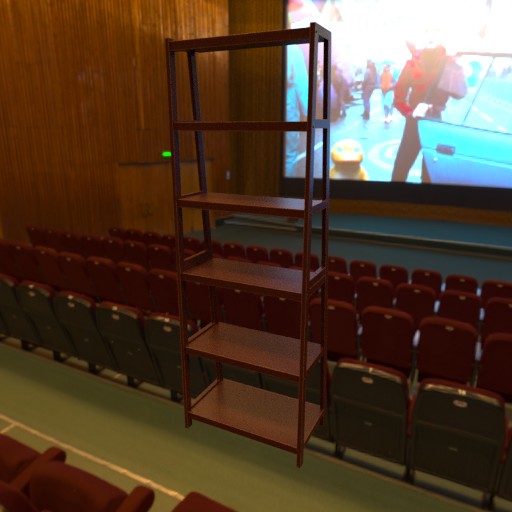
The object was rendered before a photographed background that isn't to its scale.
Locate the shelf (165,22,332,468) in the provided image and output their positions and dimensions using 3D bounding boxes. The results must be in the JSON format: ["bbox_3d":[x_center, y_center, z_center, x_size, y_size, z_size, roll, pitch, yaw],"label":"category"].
[{"bbox_3d":[0.000,0.000,2.121,0.660,1.892,0.381,8,18,25],"label":"shelf"}]
